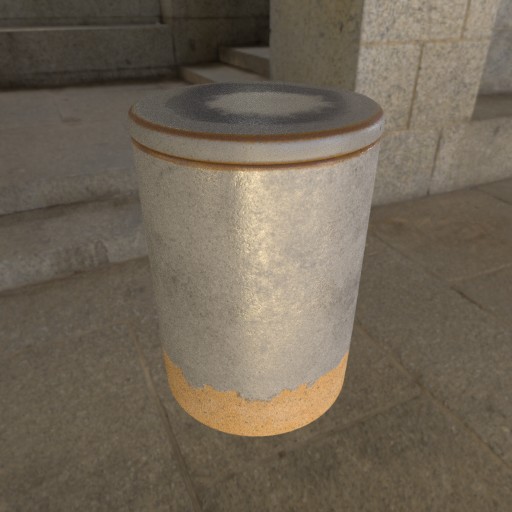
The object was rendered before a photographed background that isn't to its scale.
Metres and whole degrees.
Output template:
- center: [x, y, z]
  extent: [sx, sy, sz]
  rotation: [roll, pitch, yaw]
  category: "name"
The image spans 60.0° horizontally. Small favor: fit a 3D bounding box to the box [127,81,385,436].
- center: [0.000, 0.000, 0.249]
  extent: [0.118, 0.168, 0.118]
  rotation: [0, 31, 0]
  category: "box"
